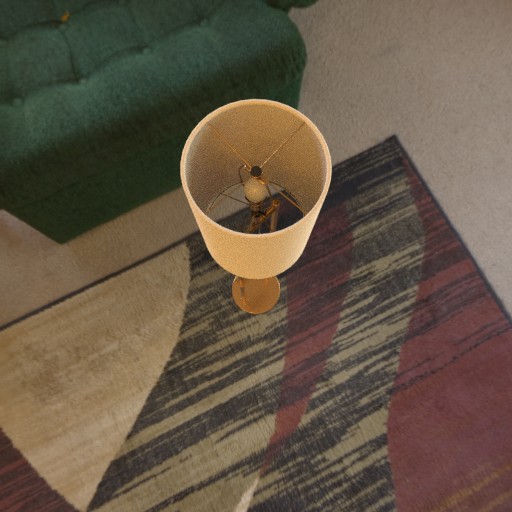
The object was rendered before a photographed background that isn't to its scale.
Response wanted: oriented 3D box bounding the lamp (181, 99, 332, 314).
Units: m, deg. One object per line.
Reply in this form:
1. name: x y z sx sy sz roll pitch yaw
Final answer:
1. lamp: 0.000 0.000 1.622 0.305 1.500 0.306 44 80 10
